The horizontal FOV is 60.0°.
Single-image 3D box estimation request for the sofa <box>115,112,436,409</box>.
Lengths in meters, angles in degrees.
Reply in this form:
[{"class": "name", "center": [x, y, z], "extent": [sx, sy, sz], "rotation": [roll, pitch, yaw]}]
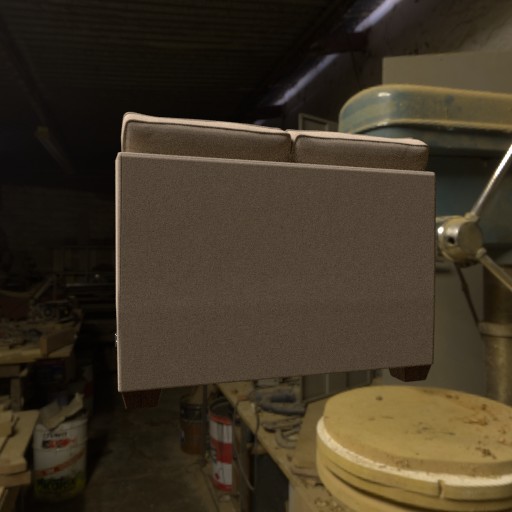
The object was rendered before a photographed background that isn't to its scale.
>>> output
[{"class": "sofa", "center": [0.000, 0.000, 2.042], "extent": [1.237, 1.008, 0.951], "rotation": [0, 0, -17]}]
